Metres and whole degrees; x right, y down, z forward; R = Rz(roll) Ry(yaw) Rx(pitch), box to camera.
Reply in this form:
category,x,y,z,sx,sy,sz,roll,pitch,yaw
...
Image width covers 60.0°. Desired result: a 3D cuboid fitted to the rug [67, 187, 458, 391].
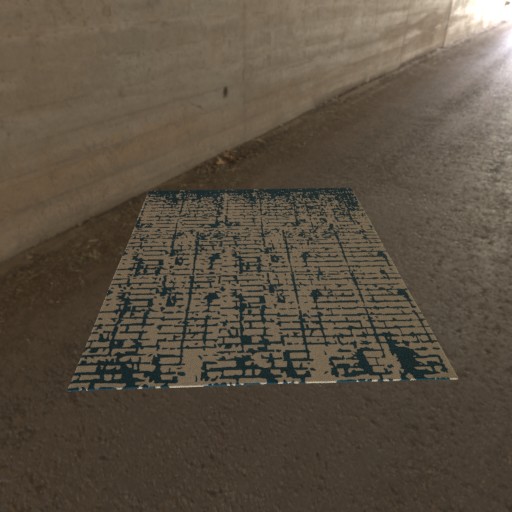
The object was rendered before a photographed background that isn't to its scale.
category,x,y,z,sx,sy,sz,roll,pitch,yaw
rug,0.000,0.000,4.011,2.416,0.014,3.017,-1,32,-2
